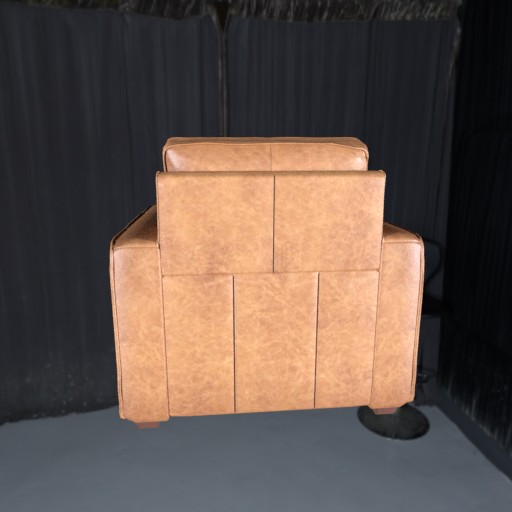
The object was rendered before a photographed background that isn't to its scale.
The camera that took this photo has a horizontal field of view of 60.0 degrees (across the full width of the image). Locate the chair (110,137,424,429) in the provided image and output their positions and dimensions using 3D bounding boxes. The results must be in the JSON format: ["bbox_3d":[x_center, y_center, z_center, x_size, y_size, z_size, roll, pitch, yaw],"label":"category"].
[{"bbox_3d":[0.000,0.000,1.776,0.987,0.901,1.027,-2,13,-9],"label":"chair"}]
